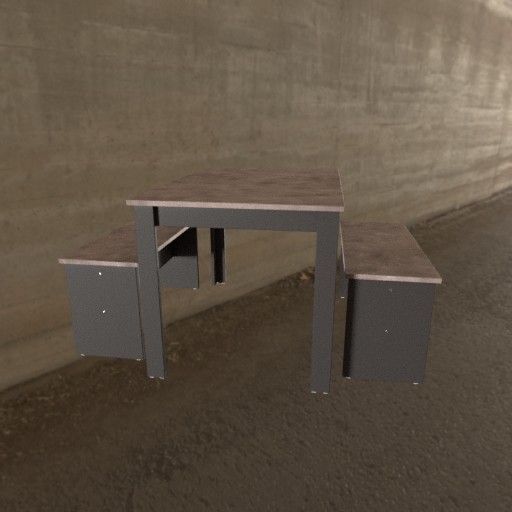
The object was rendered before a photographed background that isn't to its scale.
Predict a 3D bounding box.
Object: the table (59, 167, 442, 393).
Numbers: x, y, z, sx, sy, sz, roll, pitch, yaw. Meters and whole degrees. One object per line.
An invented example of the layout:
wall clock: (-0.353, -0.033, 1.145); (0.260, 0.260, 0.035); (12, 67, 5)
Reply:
table: (0.000, 0.000, 2.074); (1.443, 0.700, 1.100); (3, 17, 9)
